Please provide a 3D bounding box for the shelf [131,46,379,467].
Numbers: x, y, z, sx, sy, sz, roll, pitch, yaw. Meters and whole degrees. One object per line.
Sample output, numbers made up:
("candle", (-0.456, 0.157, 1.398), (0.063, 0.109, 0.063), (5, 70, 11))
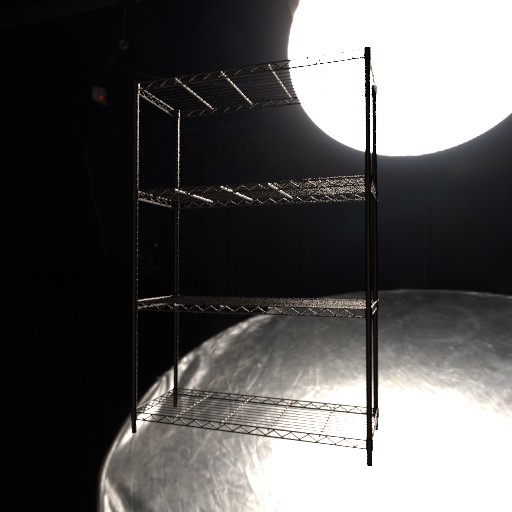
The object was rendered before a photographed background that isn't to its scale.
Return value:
("shelf", (0.000, 0.000, 1.737), (0.907, 1.361, 0.352), (0, -1, 19))
